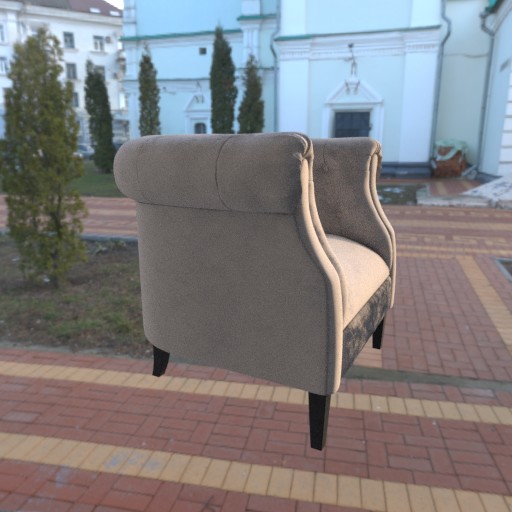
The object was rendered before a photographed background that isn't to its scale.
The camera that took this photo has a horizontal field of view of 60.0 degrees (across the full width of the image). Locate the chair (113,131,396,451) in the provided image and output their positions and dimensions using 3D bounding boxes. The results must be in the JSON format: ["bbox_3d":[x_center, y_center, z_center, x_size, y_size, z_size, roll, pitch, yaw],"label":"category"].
[{"bbox_3d":[0.000,0.000,1.568,0.851,0.826,0.904,7,16,27],"label":"chair"}]
